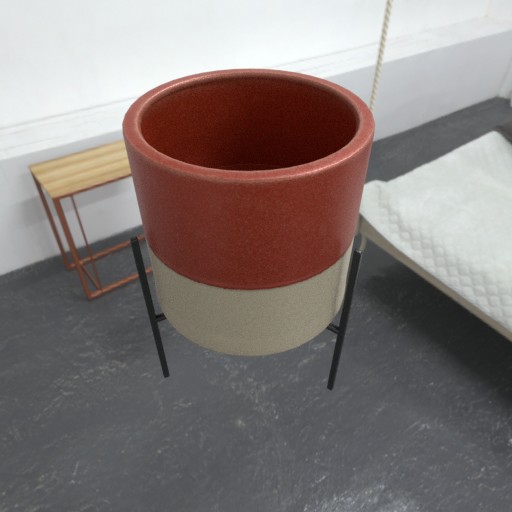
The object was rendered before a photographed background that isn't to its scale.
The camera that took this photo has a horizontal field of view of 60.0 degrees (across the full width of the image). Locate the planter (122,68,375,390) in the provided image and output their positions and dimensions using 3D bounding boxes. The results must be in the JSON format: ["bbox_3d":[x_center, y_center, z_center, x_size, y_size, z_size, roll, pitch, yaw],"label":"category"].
[{"bbox_3d":[0.000,0.000,0.529,0.251,0.354,0.235,26,48,26],"label":"planter"}]
